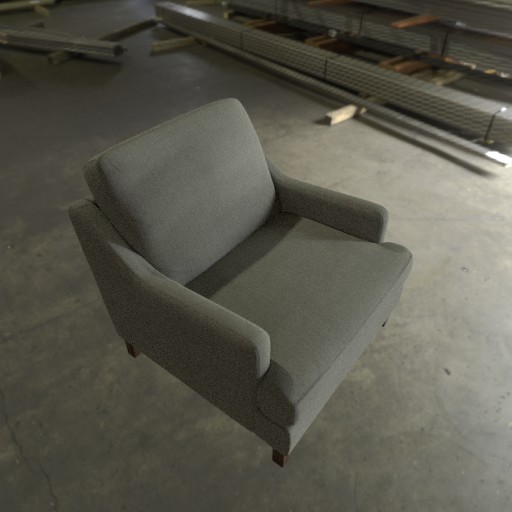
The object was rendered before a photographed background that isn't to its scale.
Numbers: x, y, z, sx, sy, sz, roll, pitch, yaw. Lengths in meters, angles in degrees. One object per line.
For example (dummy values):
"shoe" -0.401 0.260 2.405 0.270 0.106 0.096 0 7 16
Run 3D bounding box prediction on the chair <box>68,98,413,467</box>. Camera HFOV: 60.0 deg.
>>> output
"chair" 0.000 0.000 1.562 0.892 0.821 0.826 26 46 28
